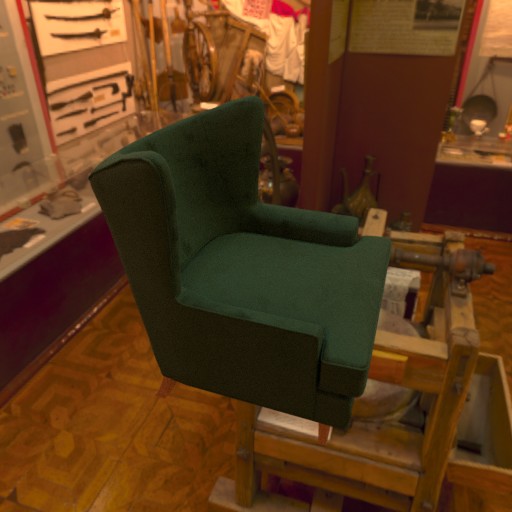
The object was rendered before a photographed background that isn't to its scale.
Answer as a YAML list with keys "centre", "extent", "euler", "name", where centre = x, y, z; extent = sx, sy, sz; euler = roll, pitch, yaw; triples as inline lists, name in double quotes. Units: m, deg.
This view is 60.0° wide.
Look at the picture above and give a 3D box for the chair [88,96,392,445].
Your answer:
- centre: [0.000, 0.000, 1.596]
  extent: [0.910, 0.952, 0.793]
  euler: [10, 33, 17]
  name: "chair"
